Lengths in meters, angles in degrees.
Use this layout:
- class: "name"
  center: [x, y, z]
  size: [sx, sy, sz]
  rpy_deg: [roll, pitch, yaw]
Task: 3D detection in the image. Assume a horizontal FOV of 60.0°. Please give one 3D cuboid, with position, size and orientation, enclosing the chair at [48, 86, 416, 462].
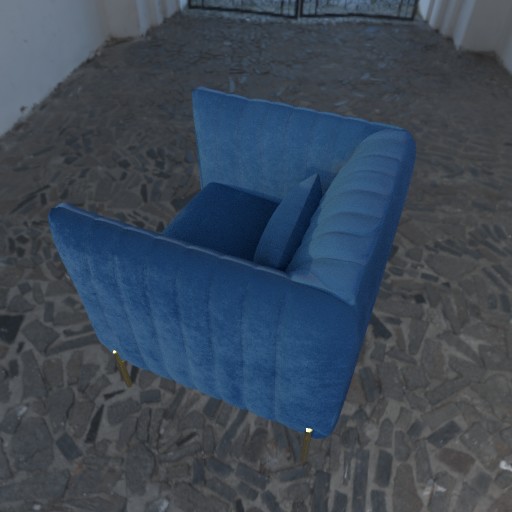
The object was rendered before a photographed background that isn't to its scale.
- class: "chair"
  center: [0.000, 0.000, 1.588]
  size: [0.877, 0.793, 0.947]
  rpy_deg: [17, 47, 16]
